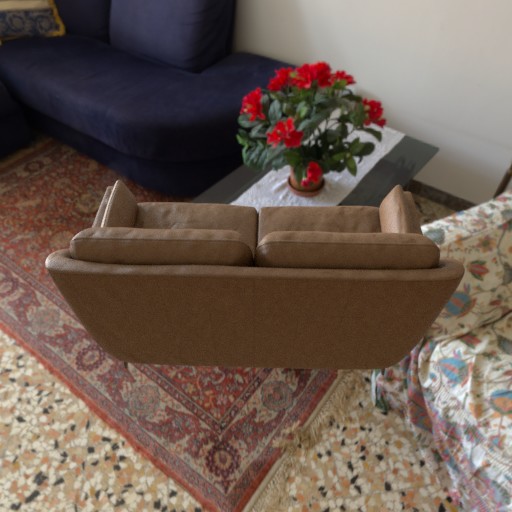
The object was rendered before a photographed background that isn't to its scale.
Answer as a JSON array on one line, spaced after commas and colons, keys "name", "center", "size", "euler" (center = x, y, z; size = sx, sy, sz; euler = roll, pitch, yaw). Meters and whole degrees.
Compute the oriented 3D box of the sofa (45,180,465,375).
[{"name": "sofa", "center": [0.000, 0.000, 2.287], "size": [1.731, 0.886, 0.981], "euler": [1, 47, 1]}]
